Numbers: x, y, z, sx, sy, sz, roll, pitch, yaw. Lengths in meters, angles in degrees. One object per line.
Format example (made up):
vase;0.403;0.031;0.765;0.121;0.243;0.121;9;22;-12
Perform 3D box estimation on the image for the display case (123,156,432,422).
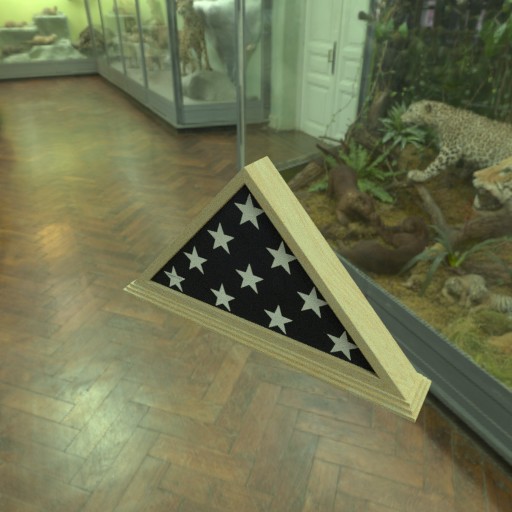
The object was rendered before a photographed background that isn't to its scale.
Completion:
display case;0.000;0.000;0.776;0.640;0.340;0.095;18;35;28
